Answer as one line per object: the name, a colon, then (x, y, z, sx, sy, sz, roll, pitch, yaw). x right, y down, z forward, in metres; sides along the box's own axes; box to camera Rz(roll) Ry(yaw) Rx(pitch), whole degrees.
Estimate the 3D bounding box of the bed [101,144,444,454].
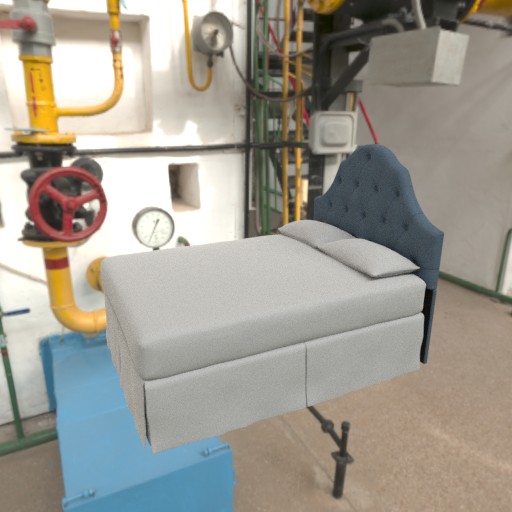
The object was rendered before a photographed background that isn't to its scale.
bed: (0.000, 0.000, 3.335, 2.155, 1.575, 1.636, -8, 20, -24)
